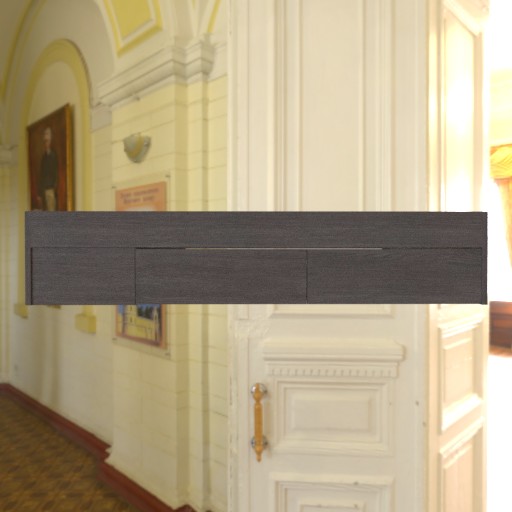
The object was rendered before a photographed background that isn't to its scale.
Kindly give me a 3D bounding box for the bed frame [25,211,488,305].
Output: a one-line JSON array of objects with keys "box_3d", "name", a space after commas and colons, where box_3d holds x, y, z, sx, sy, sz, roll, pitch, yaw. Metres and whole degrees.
[{"box_3d": [0.000, 0.000, 2.584, 1.944, 0.459, 1.448, 0, 1, -1], "name": "bed frame"}]
